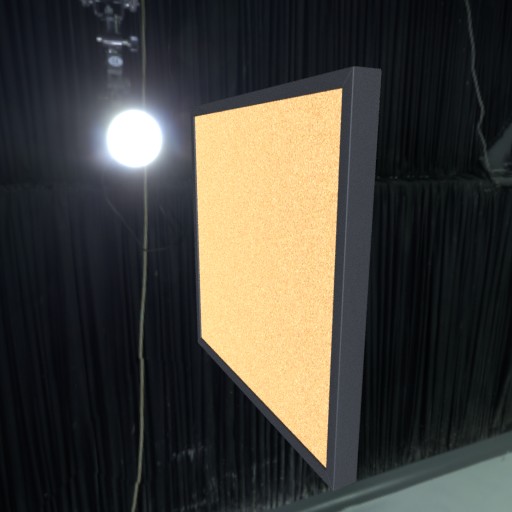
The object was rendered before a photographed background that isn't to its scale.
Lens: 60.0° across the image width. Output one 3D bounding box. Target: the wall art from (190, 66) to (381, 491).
[{"bbox_3d":[0.000,0.000,0.735,0.037,0.508,0.508,-7,15,-26],"label":"wall art"}]
